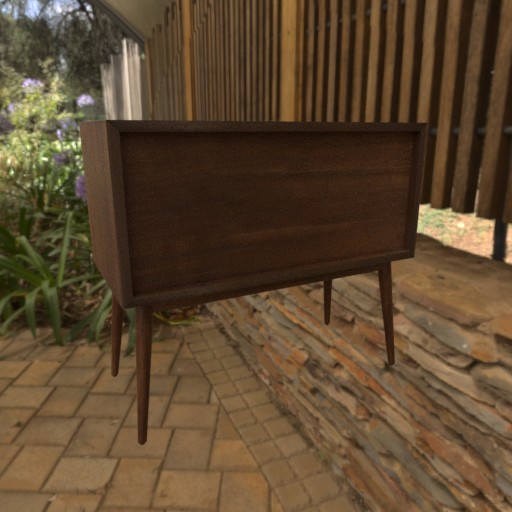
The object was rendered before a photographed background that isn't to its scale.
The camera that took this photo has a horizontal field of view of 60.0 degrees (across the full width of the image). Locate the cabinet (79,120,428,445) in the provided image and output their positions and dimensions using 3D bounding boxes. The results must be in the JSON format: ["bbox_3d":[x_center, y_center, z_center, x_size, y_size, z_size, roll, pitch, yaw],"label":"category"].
[{"bbox_3d":[0.000,0.000,1.135,0.743,0.654,0.354,-8,18,-27],"label":"cabinet"}]
